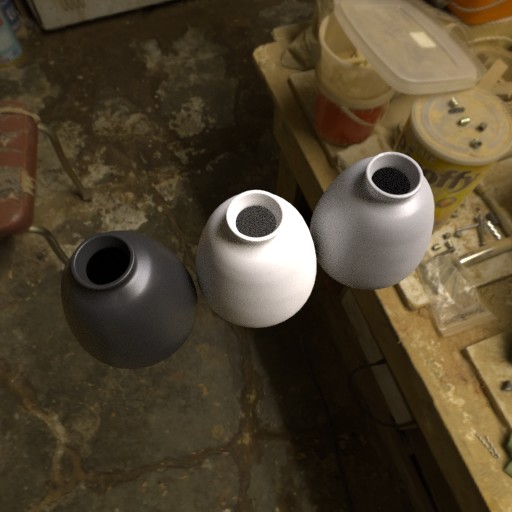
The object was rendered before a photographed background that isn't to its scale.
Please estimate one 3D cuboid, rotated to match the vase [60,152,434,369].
[{"bbox_3d":[0.000,0.000,0.343,0.297,0.122,0.097,-17,65,-8],"label":"vase"}]
